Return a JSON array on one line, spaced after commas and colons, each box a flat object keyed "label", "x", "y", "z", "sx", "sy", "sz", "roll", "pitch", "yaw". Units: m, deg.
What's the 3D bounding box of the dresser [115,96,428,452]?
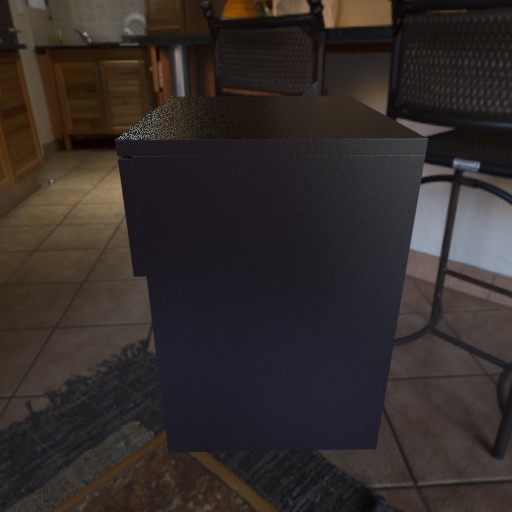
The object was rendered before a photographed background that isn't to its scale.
[{"label": "dresser", "x": 0.000, "y": 0.000, "z": 0.753, "sx": 0.360, "sy": 0.470, "sz": 0.400, "roll": 0, "pitch": 26, "yaw": -1}]
